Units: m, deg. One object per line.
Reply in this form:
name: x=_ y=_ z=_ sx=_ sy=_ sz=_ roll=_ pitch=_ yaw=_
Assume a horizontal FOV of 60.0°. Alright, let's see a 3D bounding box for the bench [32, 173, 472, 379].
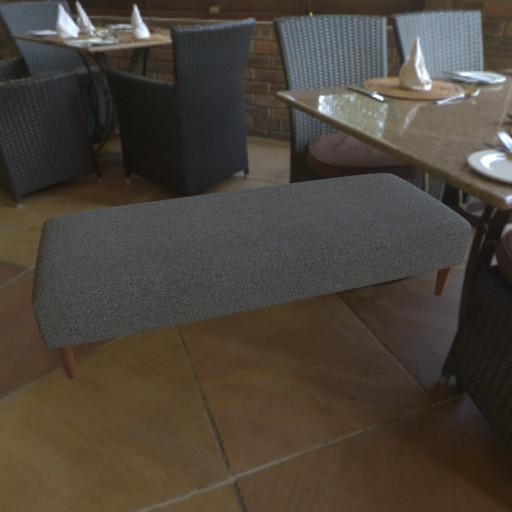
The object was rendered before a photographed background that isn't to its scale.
bench: x=0.000 y=0.000 z=1.831 sx=1.598 sy=0.384 sz=0.631 roll=-10 pitch=33 yaw=-15
